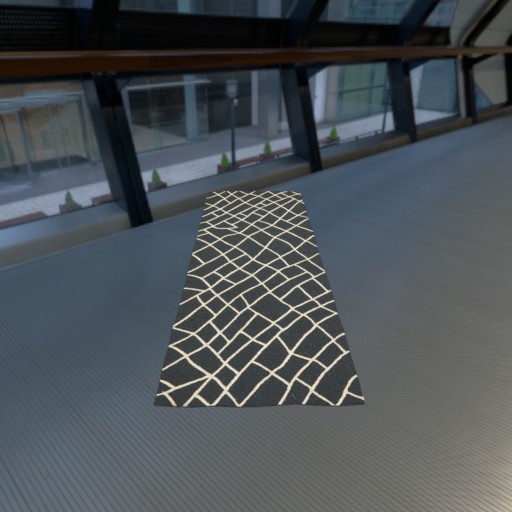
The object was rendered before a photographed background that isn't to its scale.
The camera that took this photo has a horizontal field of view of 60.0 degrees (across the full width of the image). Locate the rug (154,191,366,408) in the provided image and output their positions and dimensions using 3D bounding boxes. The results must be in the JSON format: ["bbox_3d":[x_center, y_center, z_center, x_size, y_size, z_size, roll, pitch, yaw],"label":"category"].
[{"bbox_3d":[0.000,0.000,2.749,0.807,0.010,2.476,0,27,-1],"label":"rug"}]
